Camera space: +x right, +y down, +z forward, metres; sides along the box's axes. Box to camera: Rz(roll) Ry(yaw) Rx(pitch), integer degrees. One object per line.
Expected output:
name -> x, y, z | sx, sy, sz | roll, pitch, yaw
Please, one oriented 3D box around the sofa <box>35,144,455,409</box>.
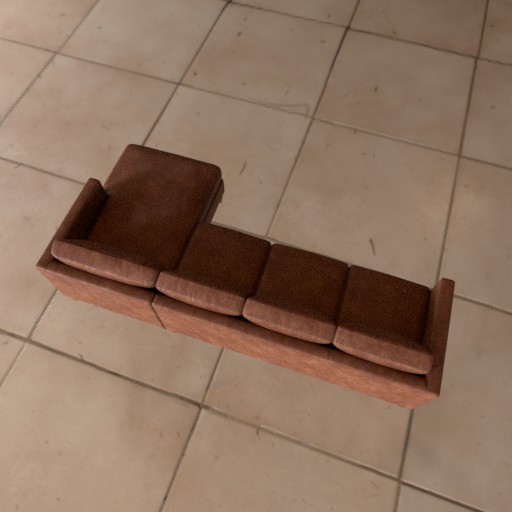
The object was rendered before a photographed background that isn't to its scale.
sofa -> 0.000, 0.000, 3.896 | 3.203, 0.883, 1.581 | 16, 64, 8
